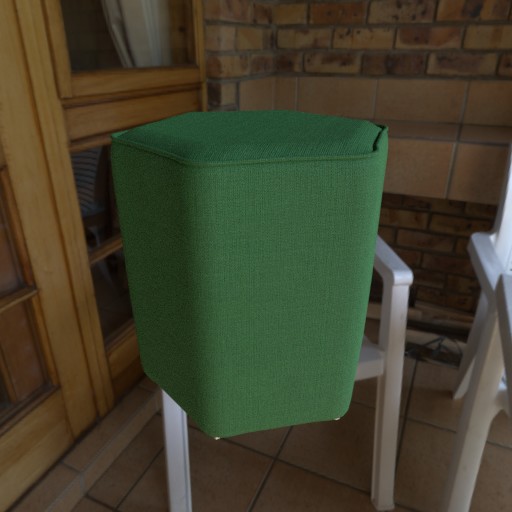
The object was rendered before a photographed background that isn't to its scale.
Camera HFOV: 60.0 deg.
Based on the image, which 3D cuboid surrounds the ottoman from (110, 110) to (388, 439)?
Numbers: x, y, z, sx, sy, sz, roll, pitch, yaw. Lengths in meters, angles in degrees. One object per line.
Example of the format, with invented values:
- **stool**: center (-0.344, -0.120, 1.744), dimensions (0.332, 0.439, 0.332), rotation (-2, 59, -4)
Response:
- **ottoman**: center (0.000, 0.000, 0.875), dimensions (0.444, 0.507, 0.499), rotation (8, 27, 17)
